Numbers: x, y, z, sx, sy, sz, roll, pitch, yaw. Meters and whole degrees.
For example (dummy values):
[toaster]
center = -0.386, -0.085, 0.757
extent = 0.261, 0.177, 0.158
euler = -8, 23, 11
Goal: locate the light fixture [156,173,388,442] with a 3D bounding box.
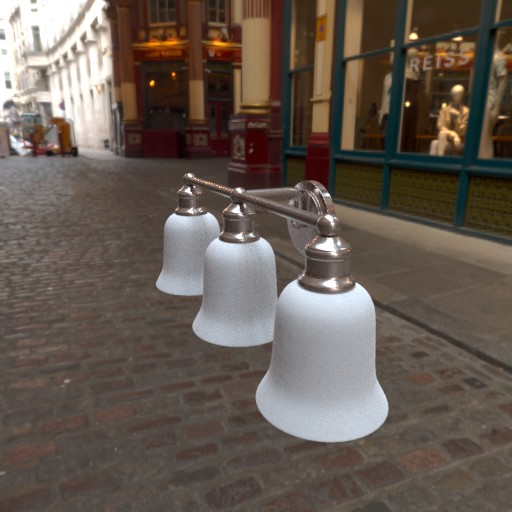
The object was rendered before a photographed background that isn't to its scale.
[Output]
[light fixture]
center = 0.000, 0.000, 0.657
extent = 0.198, 0.211, 0.570
euler = -8, 18, -26
